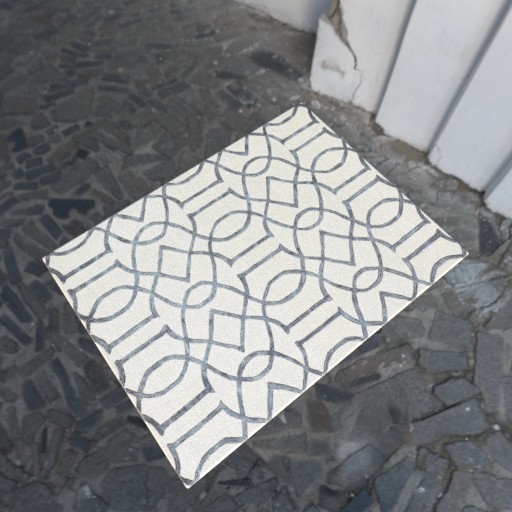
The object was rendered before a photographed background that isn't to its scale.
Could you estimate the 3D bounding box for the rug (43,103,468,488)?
[{"bbox_3d":[0.000,0.000,3.788,2.910,0.021,2.211,-35,69,-16],"label":"rug"}]
